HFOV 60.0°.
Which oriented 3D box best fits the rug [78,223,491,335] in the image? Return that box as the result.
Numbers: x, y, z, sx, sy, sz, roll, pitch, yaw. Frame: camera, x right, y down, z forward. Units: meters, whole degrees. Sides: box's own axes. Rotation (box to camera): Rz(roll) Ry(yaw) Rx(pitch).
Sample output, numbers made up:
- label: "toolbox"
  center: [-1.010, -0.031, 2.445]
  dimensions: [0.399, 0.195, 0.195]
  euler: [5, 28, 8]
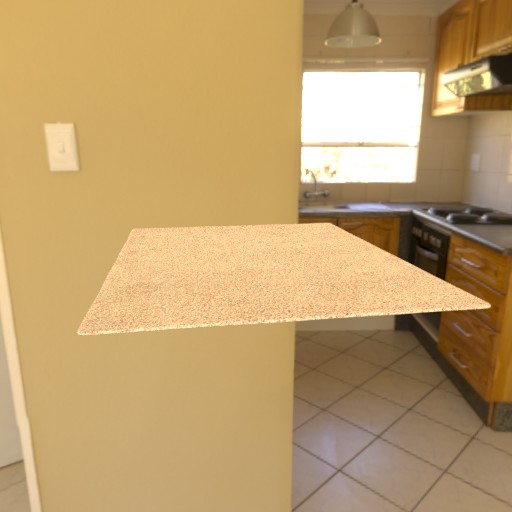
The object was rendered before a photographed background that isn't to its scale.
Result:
- label: "rug"
  center: [0.000, 0.000, 3.982]
  dimensions: [2.438, 0.029, 3.047]
  euler: [-2, 14, -9]
